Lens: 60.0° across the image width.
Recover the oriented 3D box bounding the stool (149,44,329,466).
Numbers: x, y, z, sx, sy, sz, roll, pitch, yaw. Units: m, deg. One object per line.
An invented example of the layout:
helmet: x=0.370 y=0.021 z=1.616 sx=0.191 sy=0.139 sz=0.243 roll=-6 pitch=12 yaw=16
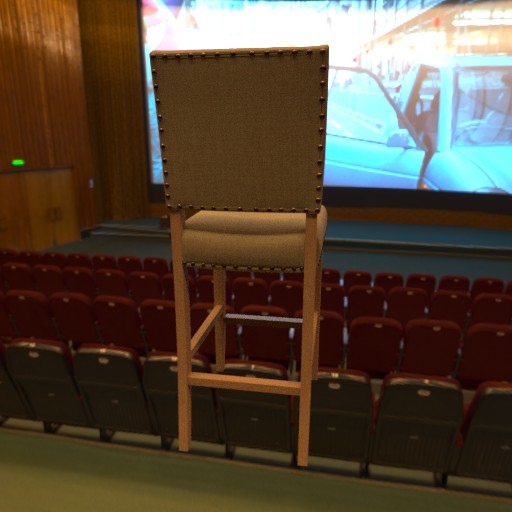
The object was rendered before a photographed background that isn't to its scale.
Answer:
stool: x=0.000 y=0.000 z=1.456 sx=0.445 sy=1.173 sz=0.585 roll=3 pitch=16 yaw=10
